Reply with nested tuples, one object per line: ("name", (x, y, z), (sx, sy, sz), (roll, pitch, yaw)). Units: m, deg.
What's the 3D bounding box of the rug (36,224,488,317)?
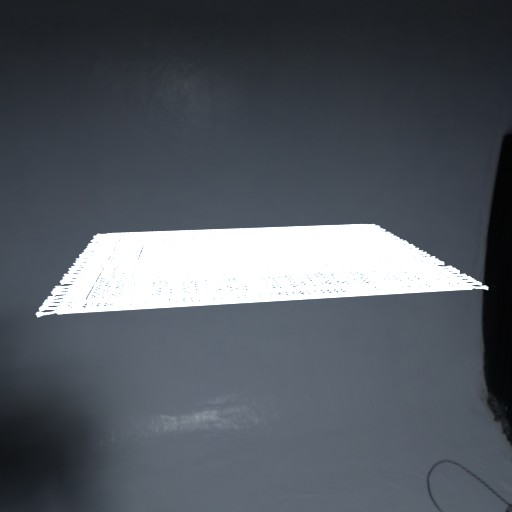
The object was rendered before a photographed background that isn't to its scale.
("rug", (0.000, 0.000, 2.354), (1.872, 0.013, 1.243), (-3, 17, -8))
